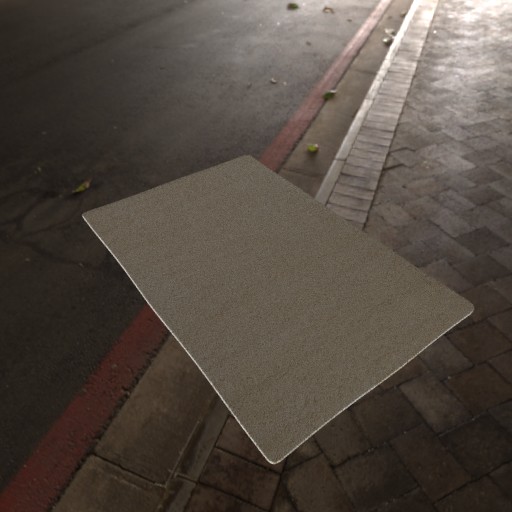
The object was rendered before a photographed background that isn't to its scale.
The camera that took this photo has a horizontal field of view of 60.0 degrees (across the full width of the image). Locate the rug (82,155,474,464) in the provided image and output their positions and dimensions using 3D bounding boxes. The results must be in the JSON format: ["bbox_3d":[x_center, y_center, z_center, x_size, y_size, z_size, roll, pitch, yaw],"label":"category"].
[{"bbox_3d":[0.000,0.000,3.460,1.798,0.025,2.698,-26,48,-27],"label":"rug"}]
